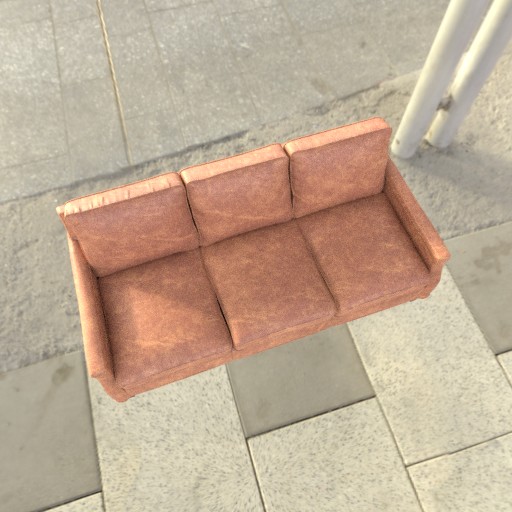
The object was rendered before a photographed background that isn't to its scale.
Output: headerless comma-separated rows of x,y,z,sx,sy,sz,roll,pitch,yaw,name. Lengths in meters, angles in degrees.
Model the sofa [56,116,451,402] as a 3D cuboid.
0.000,0.000,2.877,2.246,1.003,1.084,-17,65,-8,sofa
